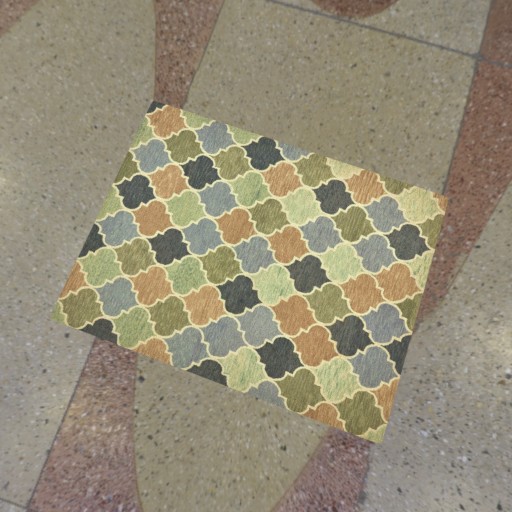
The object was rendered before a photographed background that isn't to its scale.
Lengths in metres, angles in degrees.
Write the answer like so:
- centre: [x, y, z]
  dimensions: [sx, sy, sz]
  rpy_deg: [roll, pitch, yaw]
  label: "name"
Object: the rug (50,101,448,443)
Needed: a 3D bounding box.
- centre: [0.000, 0.000, 4.262]
  dimensions: [3.200, 0.013, 2.439]
  rpy_deg: [19, 77, 5]
  label: "rug"
